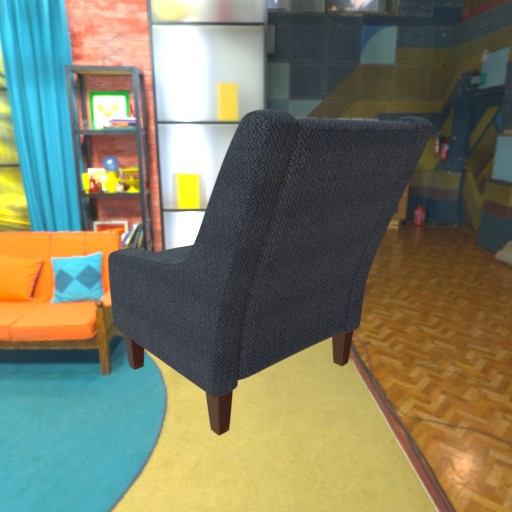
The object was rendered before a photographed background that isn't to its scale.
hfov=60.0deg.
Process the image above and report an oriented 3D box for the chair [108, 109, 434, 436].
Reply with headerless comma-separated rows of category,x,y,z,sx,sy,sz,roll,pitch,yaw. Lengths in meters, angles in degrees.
chair,0.000,0.000,1.693,0.793,1.012,0.944,-14,21,-41
